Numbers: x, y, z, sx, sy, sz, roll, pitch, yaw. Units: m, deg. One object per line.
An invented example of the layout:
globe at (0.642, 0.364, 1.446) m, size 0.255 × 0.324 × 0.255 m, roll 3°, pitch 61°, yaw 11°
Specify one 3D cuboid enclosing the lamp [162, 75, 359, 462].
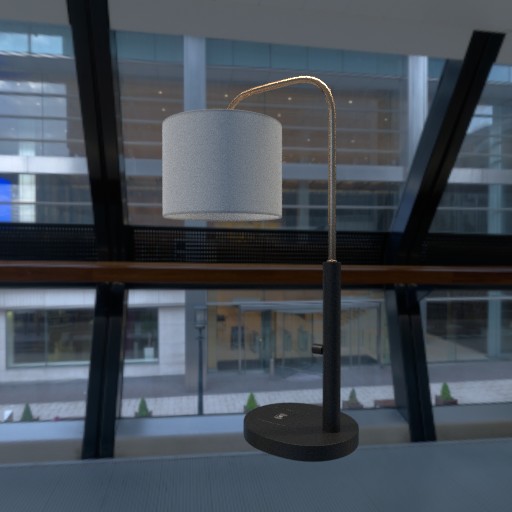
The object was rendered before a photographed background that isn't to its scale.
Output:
lamp at (0.000, 0.000, 0.711) m, size 0.337 × 0.540 × 0.199 m, roll 1°, pitch 1°, yaw 36°
